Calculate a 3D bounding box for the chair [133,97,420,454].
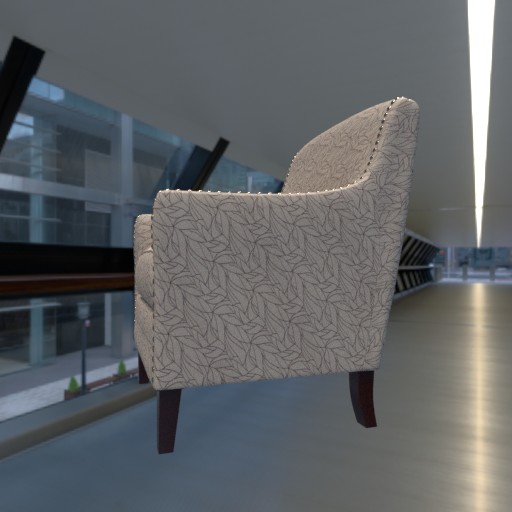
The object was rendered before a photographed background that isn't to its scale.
[{"bbox_3d":[0.000,0.000,1.276,0.651,0.816,0.623,0,0,-19],"label":"chair"}]
